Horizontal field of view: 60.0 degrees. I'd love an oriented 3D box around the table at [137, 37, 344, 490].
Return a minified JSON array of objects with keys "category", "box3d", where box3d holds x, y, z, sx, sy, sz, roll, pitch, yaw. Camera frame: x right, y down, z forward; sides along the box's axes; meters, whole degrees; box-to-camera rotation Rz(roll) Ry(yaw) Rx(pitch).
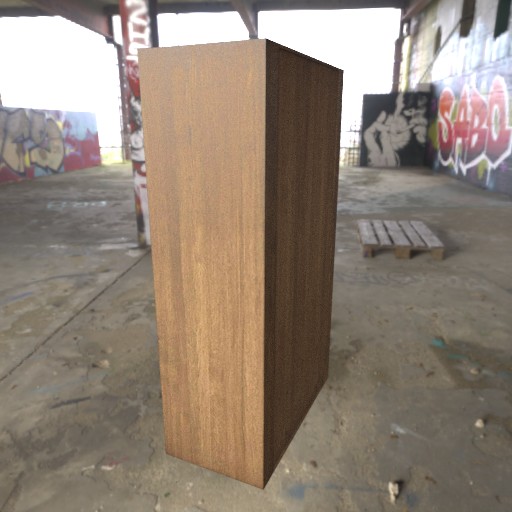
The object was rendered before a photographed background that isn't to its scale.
[{"category":"table","box3d":[0.000,0.000,2.466,0.600,2.000,1.100,8,18,24]}]
